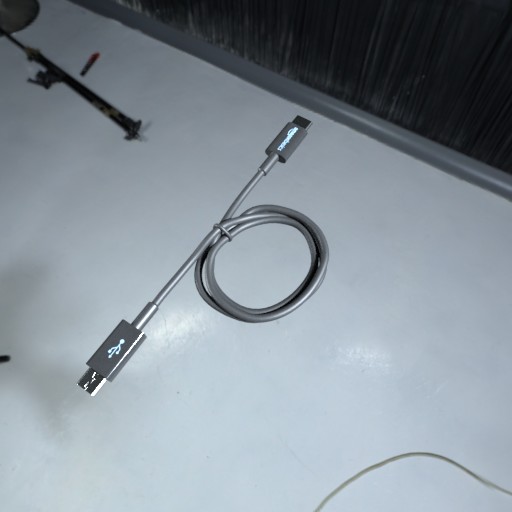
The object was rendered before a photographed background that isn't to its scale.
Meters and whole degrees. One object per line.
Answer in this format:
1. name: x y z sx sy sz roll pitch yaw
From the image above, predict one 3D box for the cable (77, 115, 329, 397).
1. cable: 0.000 0.000 0.223 0.070 0.014 0.192 30 67 15
